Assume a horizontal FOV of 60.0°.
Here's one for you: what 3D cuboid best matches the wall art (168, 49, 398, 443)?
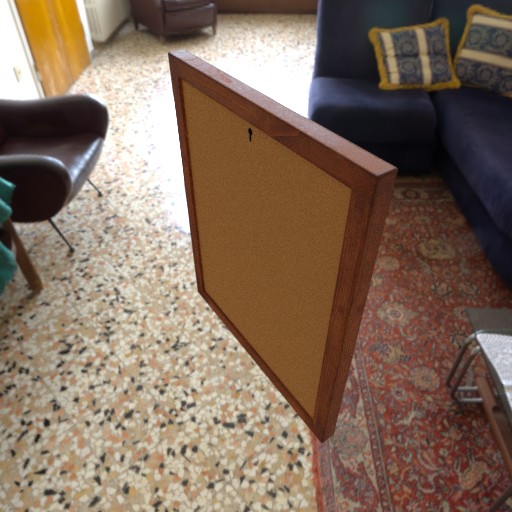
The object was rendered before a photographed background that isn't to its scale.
[{"bbox_3d":[0.000,0.000,0.766,0.030,0.558,0.462,-25,47,-25],"label":"wall art"}]
